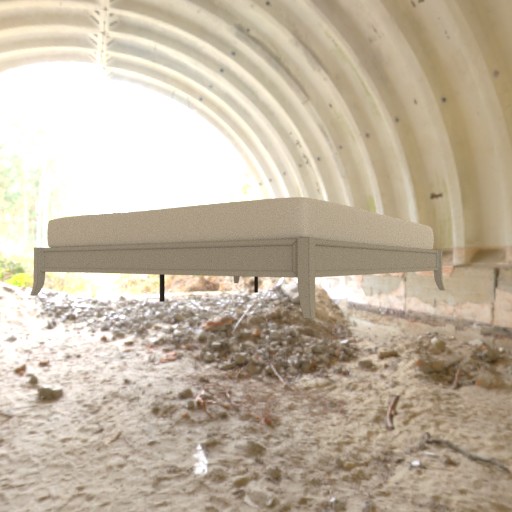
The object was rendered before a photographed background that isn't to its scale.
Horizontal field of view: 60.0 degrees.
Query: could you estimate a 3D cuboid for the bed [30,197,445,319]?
[{"bbox_3d":[0.000,0.000,3.078,2.007,0.510,2.108,-1,-1,36],"label":"bed"}]
